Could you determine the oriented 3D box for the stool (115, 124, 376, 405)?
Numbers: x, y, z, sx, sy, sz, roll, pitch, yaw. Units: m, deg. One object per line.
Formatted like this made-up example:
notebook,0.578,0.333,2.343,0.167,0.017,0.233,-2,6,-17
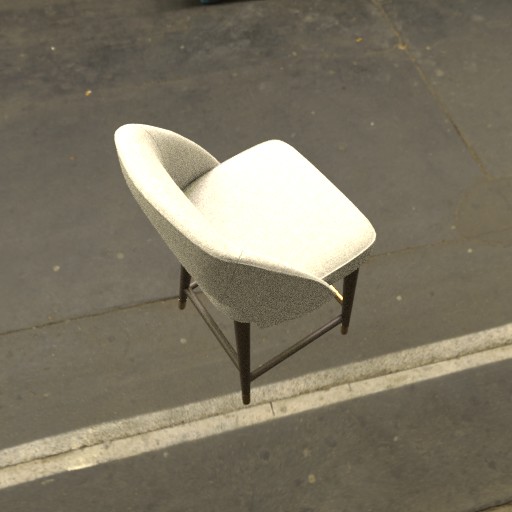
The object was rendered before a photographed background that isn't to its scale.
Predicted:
stool,0.000,0.000,1.235,0.509,0.940,0.494,-31,63,-18
